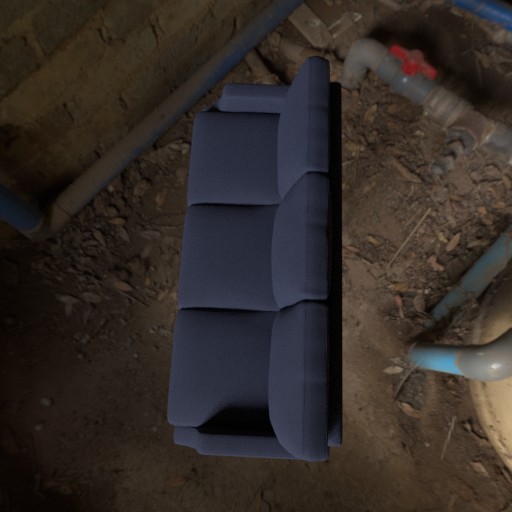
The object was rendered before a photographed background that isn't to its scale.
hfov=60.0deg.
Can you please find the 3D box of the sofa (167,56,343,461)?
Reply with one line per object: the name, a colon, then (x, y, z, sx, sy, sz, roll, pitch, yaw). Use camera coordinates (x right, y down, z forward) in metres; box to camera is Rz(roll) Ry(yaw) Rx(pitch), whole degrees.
sofa: (0.000, 0.000, 2.569, 0.888, 0.984, 2.115, 3, 75, 1)
